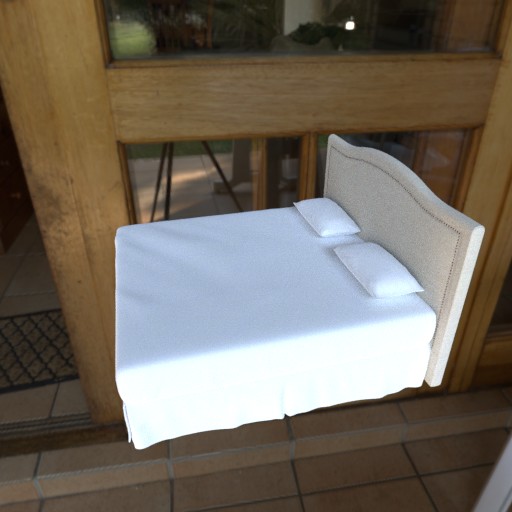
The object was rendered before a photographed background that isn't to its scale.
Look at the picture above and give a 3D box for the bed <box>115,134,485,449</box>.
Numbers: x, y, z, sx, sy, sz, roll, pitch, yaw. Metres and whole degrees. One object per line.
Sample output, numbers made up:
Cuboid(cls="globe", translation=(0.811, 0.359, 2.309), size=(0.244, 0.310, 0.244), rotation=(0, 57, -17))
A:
Cuboid(cls="bed", translation=(0.000, 0.000, 3.453), size=(2.182, 1.421, 2.083), rotation=(-8, 31, -13))
